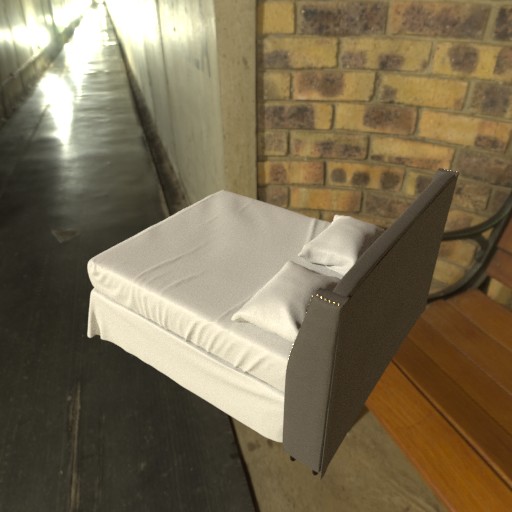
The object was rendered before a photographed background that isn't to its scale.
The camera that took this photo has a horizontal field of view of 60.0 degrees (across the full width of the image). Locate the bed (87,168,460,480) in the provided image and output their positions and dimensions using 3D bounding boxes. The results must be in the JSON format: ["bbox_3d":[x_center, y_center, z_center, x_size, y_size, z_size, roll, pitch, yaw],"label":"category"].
[{"bbox_3d":[0.000,0.000,3.426,2.276,1.332,1.925,21,38,29],"label":"bed"}]
